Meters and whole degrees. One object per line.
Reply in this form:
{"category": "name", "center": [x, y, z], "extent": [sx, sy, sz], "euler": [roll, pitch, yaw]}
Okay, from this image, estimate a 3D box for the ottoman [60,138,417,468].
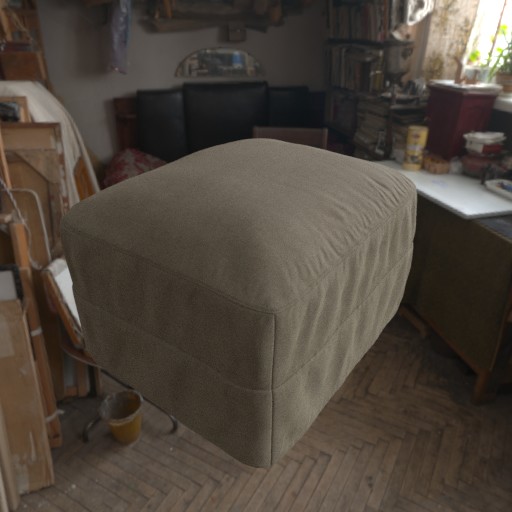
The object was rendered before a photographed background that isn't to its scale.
{"category": "ottoman", "center": [0.000, 0.000, 1.067], "extent": [0.584, 0.480, 0.712], "euler": [19, 33, 31]}
